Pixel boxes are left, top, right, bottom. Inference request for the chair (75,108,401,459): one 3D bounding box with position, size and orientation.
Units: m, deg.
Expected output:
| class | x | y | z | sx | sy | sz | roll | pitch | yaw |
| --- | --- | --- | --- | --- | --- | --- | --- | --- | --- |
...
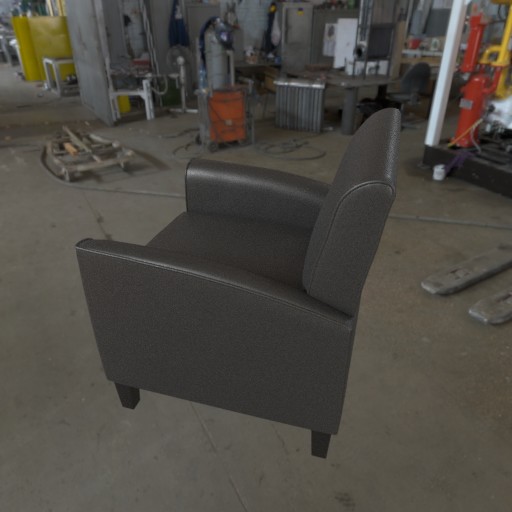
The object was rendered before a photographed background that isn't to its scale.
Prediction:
| class | x | y | z | sx | sy | sz | roll | pitch | yaw |
| --- | --- | --- | --- | --- | --- | --- | --- | --- | --- |
| chair | 0.000 | 0.000 | 1.525 | 0.819 | 0.916 | 0.820 | 8 | 31 | 14 |
